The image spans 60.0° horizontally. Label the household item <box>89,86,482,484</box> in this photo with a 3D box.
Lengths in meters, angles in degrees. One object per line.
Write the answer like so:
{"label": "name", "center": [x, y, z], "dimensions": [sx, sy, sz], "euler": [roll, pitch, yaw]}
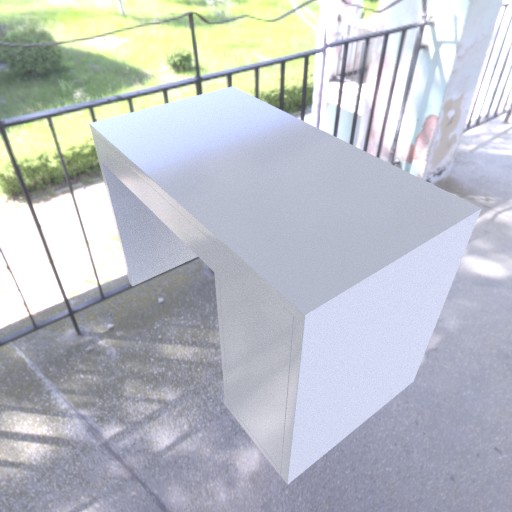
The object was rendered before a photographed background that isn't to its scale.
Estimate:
{"label": "household item", "center": [0.000, 0.000, 1.557], "dimensions": [0.597, 0.749, 1.100], "euler": [-26, 47, -27]}
